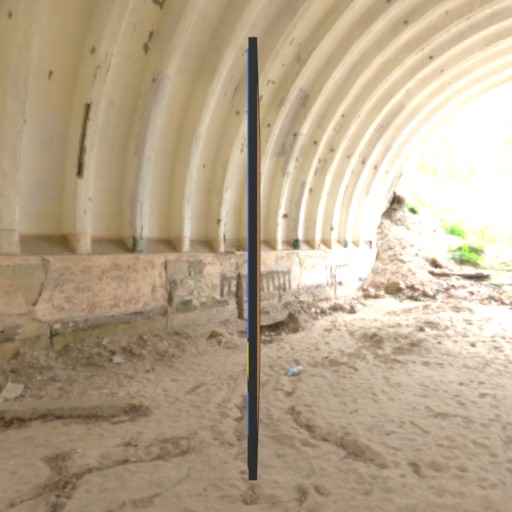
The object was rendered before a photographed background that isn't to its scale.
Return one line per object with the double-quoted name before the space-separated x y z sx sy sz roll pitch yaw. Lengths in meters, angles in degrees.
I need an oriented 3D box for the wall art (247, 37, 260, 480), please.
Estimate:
"wall art" 0.000 0.000 0.994 0.015 0.663 0.664 0 1 1
